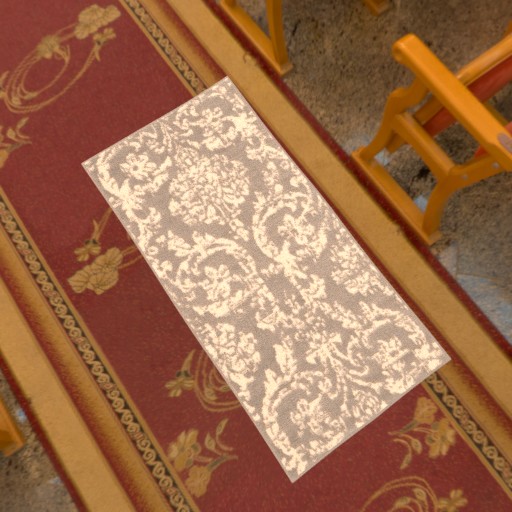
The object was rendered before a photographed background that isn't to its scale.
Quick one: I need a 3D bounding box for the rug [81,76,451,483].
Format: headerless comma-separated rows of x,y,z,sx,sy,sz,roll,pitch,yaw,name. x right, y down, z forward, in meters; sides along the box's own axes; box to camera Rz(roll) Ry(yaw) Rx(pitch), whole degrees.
0.000,0.000,1.433,0.604,0.007,1.219,-34,78,-8,rug
